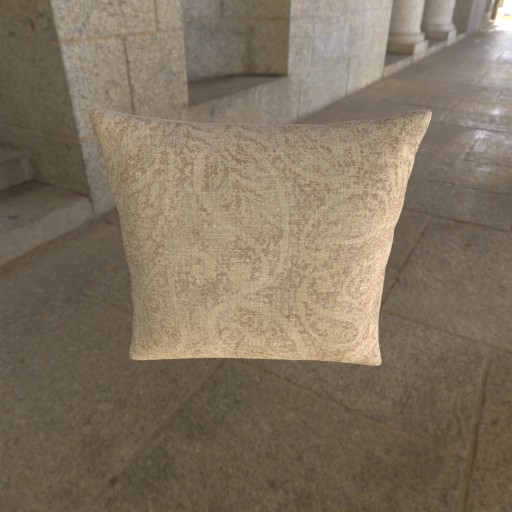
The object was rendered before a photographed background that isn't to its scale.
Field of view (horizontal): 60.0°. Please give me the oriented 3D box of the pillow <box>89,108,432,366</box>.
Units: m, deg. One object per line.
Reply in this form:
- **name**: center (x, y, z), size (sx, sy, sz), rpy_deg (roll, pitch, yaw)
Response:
- **pillow**: center (0.000, 0.000, 0.793), size (0.523, 0.510, 0.166), rpy_deg (1, 31, 1)
